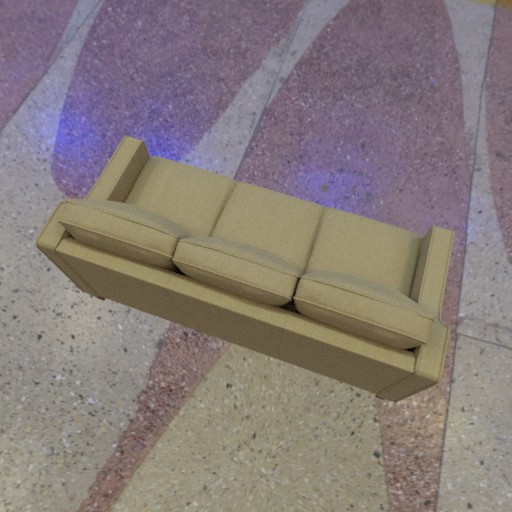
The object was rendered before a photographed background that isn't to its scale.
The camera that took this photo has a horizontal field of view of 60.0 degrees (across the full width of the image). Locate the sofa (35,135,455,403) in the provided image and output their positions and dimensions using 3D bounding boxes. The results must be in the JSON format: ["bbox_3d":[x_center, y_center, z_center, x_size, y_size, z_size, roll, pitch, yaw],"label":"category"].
[{"bbox_3d":[0.000,0.000,2.509,1.986,0.974,0.911,18,66,8],"label":"sofa"}]
